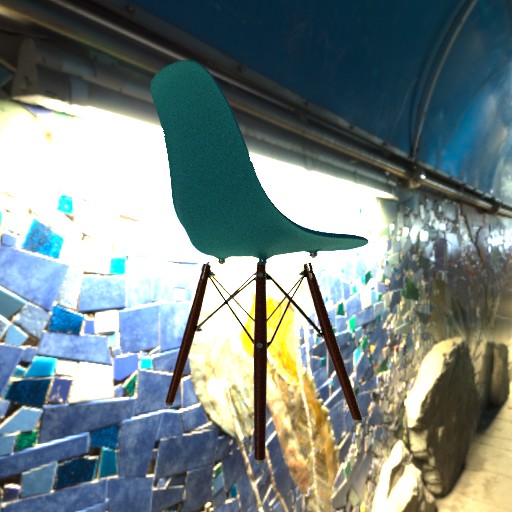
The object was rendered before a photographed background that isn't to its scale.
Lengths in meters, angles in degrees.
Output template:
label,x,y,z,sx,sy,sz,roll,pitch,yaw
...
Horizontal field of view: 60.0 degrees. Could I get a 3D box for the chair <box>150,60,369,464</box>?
label,x,y,z,sx,sy,sz,roll,pitch,yaw
chair,0.000,0.000,1.144,0.533,0.826,0.470,0,0,-38
